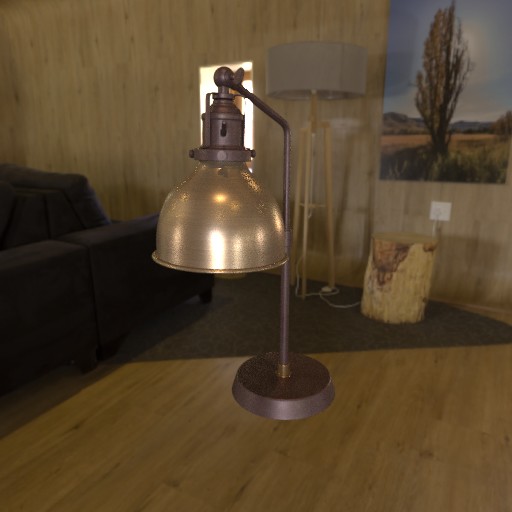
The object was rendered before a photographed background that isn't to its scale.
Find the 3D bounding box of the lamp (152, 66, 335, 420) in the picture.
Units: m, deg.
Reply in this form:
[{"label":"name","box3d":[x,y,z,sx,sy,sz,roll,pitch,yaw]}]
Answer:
[{"label":"lamp","box3d":[0.000,0.000,0.605,0.298,0.469,0.175,-14,21,-43]}]
